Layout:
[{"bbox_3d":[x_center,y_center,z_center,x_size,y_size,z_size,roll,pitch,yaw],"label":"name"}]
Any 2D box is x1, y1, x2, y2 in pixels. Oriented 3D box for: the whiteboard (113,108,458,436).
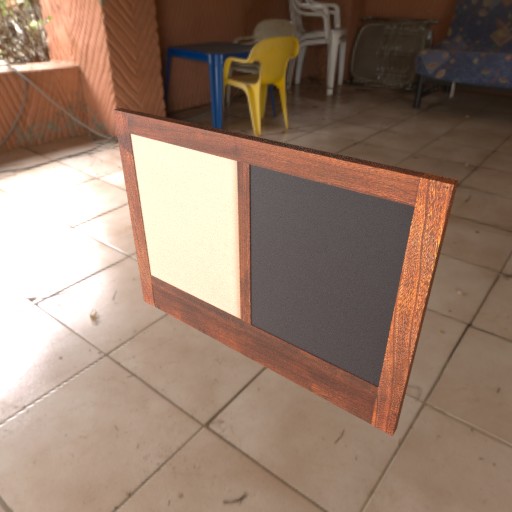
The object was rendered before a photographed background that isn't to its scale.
[{"bbox_3d":[0.000,0.000,1.000,0.768,0.553,0.083,21,37,31],"label":"whiteboard"}]
